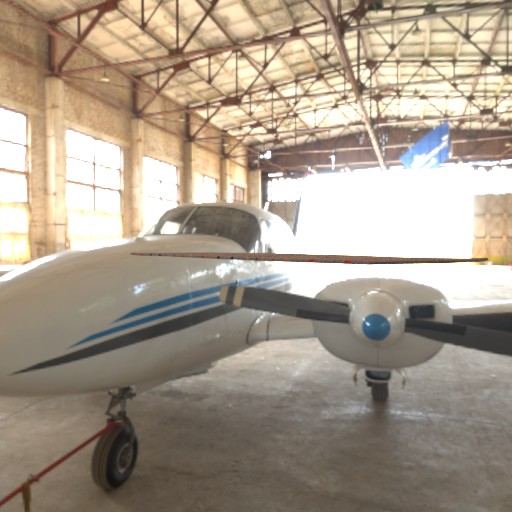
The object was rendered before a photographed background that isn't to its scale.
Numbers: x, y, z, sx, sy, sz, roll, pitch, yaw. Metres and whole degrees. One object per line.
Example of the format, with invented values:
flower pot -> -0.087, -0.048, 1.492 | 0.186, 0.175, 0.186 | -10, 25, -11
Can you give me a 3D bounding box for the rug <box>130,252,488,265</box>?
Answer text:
rug -> 0.000, 0.000, 2.660 | 0.744, 0.022, 2.419 | -1, 2, -34
